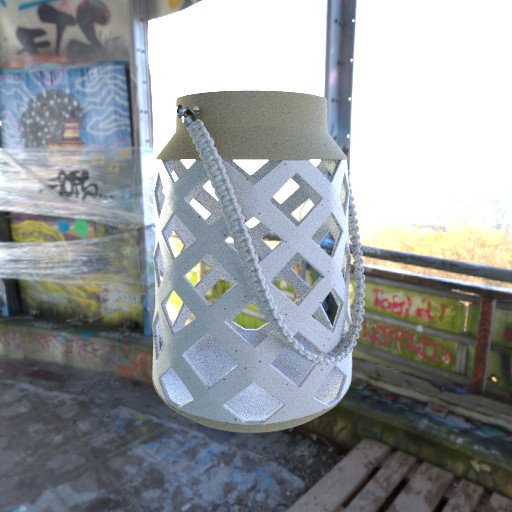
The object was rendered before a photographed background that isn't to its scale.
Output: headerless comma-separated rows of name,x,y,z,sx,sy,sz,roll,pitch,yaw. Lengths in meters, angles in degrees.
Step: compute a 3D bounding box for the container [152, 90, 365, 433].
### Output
container,0.000,0.000,0.395,0.198,0.264,0.188,12,17,42
